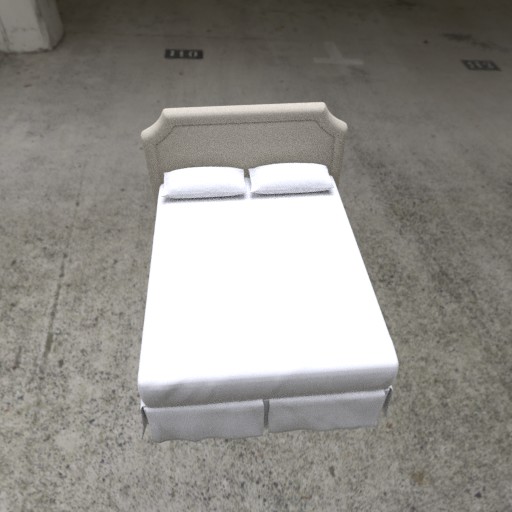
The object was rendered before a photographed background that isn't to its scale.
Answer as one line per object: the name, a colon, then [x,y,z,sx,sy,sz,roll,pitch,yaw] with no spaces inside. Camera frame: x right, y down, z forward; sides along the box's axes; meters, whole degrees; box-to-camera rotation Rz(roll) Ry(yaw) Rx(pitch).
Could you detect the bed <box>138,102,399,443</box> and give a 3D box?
bed: [0.000,0.000,3.200,1.693,1.290,2.116,-3,45,-3]
